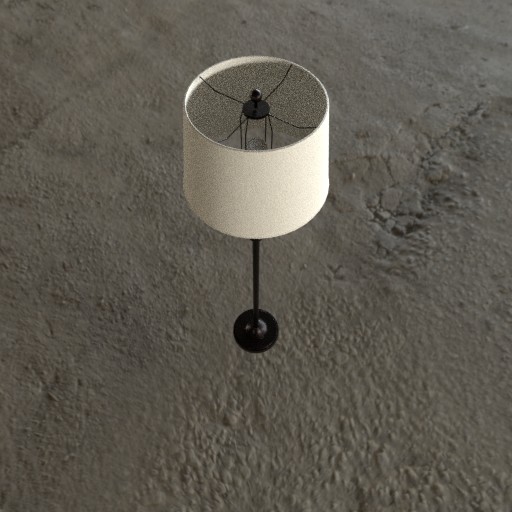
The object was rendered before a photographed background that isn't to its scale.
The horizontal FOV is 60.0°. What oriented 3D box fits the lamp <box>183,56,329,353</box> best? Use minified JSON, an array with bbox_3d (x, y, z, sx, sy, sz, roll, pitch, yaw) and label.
[{"bbox_3d":[0.000,0.000,1.682,0.431,1.484,0.431,0,58,0],"label":"lamp"}]
